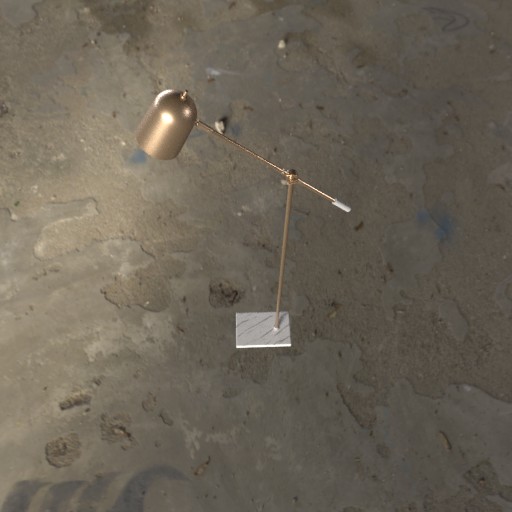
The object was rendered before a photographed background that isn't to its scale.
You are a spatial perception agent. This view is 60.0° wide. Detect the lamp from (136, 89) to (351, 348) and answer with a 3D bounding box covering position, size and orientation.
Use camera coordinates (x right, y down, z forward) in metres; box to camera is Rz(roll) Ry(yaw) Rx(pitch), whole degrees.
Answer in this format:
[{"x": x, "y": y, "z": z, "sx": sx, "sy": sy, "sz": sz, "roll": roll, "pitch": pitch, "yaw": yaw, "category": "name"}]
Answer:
[{"x": 0.000, "y": 0.000, "z": 1.776, "sx": 0.653, "sy": 1.594, "sz": 0.194, "roll": -2, "pitch": 59, "yaw": -1, "category": "lamp"}]
